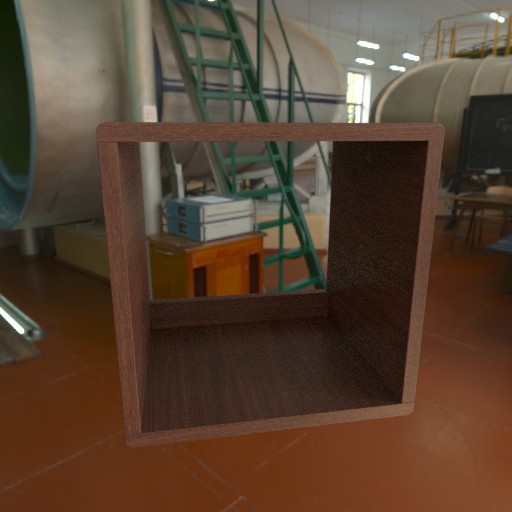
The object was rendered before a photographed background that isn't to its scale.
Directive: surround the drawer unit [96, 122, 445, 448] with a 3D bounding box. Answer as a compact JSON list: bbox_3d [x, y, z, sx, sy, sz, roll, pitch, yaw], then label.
[{"bbox_3d":[0.000,0.000,0.617,0.349,0.351,0.290,-3,16,-10],"label":"drawer unit"}]
